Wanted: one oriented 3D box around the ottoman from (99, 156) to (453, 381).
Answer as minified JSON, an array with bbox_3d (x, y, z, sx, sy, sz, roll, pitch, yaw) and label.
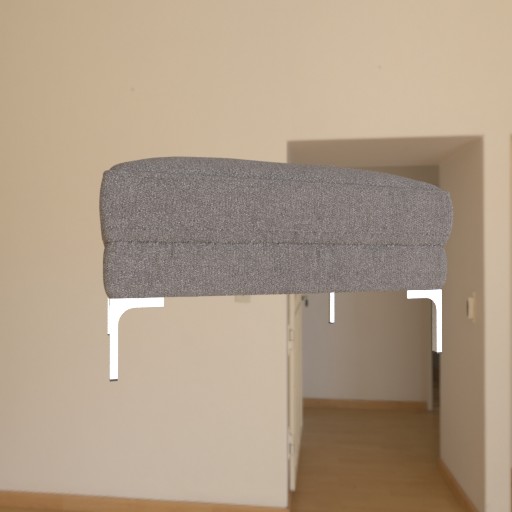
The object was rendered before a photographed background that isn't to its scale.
[{"bbox_3d":[0.000,0.000,1.185,0.785,0.464,0.583,0,0,-19],"label":"ottoman"}]
